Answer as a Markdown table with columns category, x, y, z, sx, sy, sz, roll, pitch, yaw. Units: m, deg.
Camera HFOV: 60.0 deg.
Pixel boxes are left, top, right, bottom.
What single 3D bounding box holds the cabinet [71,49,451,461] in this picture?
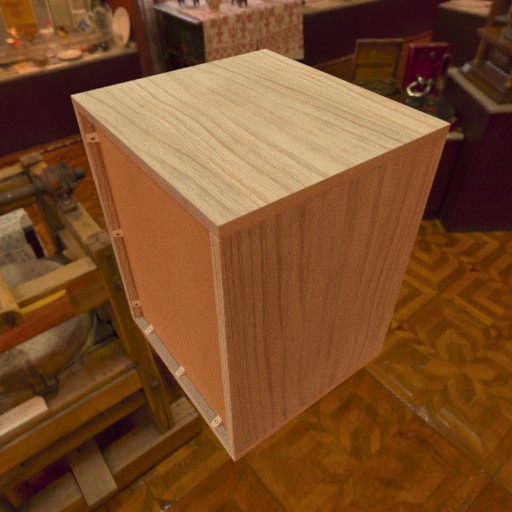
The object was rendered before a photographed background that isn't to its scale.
| category | x | y | z | sx | sy | sz | roll | pitch | yaw |
| --- | --- | --- | --- | --- | --- | --- | --- | --- | --- |
| cabinet | 0.000 | 0.000 | 0.836 | 0.401 | 0.579 | 0.409 | -27 | 48 | -27 |
